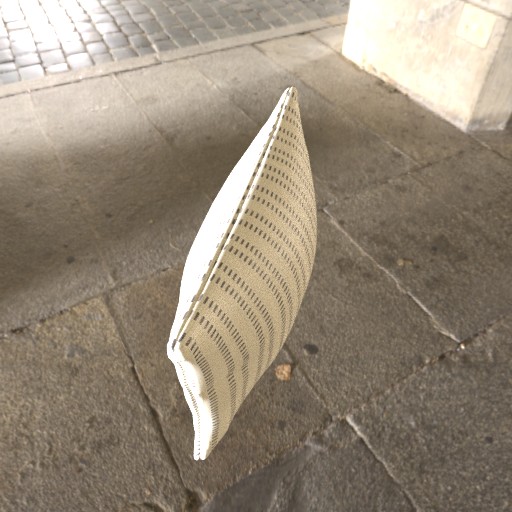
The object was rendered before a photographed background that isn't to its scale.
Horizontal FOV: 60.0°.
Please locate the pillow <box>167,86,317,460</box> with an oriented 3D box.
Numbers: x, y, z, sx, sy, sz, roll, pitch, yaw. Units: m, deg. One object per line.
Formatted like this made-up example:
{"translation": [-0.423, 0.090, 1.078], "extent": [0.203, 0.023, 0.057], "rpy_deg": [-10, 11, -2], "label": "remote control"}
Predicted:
{"translation": [0.000, 0.000, 0.817], "extent": [0.210, 0.353, 0.640], "rpy_deg": [11, 48, 10], "label": "pillow"}
